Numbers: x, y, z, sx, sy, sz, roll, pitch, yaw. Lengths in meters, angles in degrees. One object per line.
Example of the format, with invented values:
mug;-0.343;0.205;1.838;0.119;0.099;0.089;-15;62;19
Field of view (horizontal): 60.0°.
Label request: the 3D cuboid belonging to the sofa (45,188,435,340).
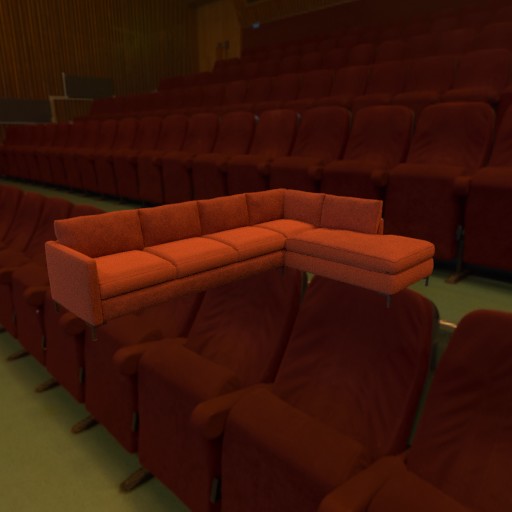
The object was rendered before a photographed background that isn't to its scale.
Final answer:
sofa;0.000;0.000;3.681;1.879;0.757;2.736;15;22;43
